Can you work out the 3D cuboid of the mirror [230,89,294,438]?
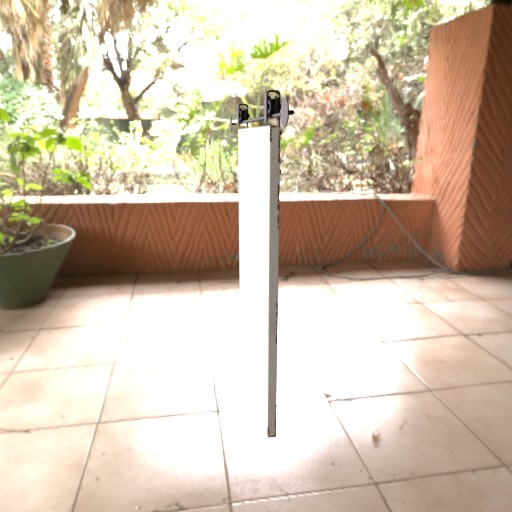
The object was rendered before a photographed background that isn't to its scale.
[{"bbox_3d":[0.000,0.000,1.253,0.037,0.844,0.808,-3,15,-10],"label":"mirror"}]
